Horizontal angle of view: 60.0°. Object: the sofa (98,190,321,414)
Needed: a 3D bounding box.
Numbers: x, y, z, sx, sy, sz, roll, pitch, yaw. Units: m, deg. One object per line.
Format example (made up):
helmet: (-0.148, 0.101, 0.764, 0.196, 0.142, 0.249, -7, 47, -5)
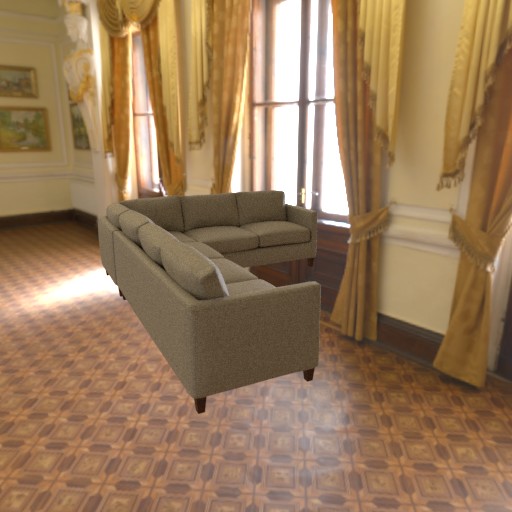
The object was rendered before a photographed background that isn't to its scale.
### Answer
sofa: (0.000, 0.000, 4.509, 2.593, 0.947, 3.302, -8, 17, -27)
